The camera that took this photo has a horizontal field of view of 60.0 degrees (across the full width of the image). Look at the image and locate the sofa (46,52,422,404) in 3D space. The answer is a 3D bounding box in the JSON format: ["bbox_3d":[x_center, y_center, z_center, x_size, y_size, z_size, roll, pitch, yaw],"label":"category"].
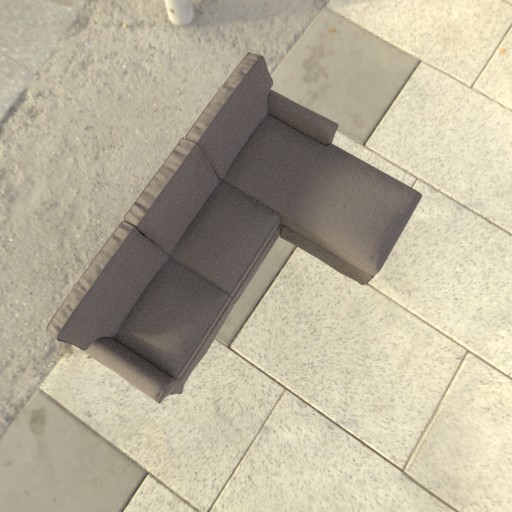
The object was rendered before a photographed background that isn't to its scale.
[{"bbox_3d":[0.000,0.000,3.311,1.733,0.978,2.475,31,78,7],"label":"sofa"}]
